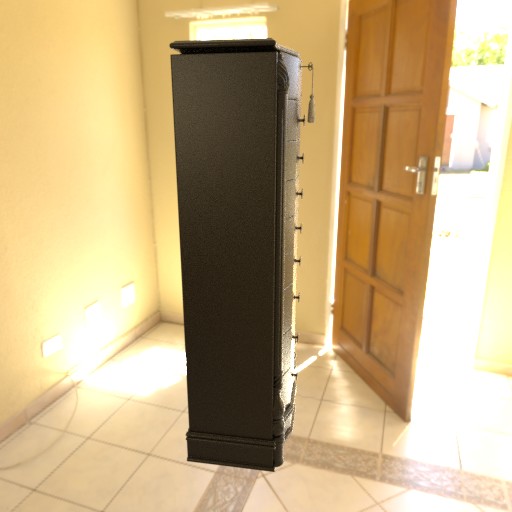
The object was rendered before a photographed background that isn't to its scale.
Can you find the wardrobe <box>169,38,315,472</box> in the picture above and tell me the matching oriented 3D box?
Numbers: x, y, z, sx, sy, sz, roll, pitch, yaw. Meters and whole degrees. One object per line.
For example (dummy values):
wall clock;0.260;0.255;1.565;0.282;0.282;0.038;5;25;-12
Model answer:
wardrobe;0.000;0.000;1.209;0.295;1.011;0.444;3;17;9
